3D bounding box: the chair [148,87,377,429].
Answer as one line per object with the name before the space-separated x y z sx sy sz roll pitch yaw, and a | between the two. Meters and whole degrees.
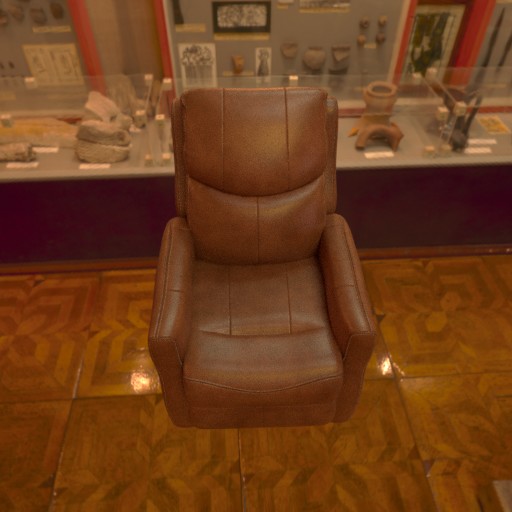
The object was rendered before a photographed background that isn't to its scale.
chair | 0.000 0.000 1.763 0.821 1.016 1.072 -1 46 -1
